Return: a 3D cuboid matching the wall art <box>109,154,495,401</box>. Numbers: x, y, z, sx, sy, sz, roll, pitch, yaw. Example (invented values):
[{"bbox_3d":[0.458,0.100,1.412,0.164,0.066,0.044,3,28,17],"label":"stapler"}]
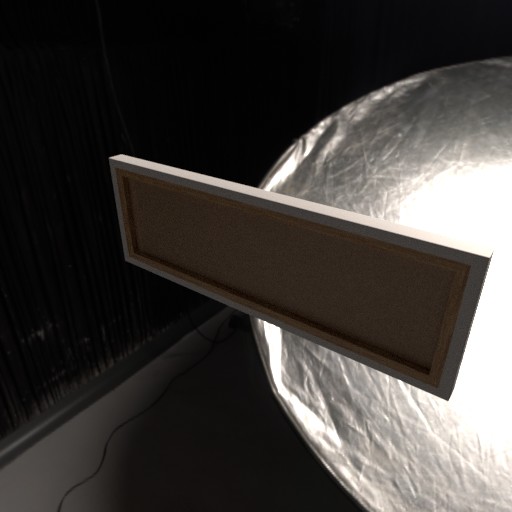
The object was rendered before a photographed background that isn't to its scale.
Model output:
[{"bbox_3d":[0.000,0.000,0.836,0.763,0.255,0.038,19,34,31],"label":"wall art"}]
